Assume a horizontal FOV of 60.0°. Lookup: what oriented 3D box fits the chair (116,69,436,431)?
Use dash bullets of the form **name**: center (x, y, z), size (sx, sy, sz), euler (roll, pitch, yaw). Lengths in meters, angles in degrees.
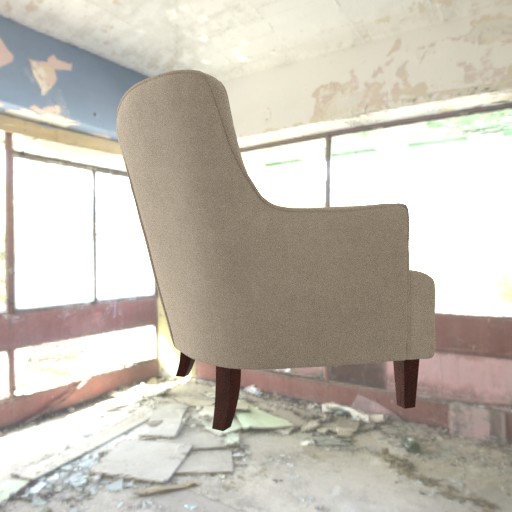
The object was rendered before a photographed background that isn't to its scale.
- **chair**: center (0.000, 0.000, 1.515), size (0.910, 0.920, 0.781), euler (0, 0, -20)
